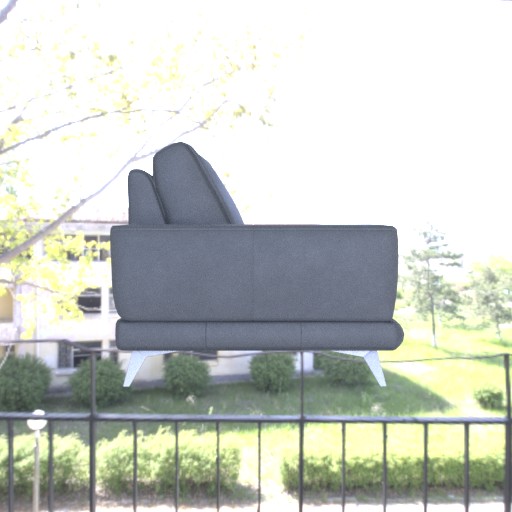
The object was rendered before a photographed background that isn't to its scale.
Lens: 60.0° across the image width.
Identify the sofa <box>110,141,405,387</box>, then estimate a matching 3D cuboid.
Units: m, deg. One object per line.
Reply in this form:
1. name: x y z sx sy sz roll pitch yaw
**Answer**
1. sofa: 0.000 0.000 2.374 1.018 0.907 1.806 0 0 0
